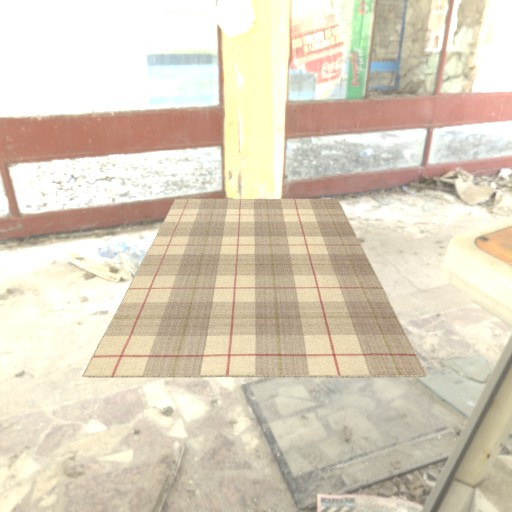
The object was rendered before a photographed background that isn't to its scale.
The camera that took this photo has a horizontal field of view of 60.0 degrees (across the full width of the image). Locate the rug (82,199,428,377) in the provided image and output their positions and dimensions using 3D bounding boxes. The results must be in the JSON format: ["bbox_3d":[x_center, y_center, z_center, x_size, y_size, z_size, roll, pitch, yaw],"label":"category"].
[{"bbox_3d":[0.000,0.000,3.065,1.549,0.010,2.464,0,26,0],"label":"rug"}]
